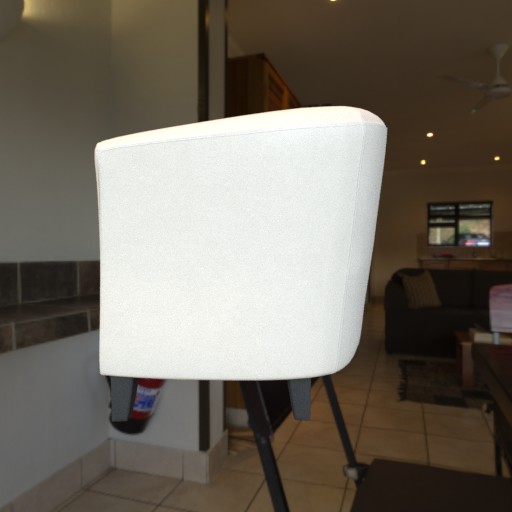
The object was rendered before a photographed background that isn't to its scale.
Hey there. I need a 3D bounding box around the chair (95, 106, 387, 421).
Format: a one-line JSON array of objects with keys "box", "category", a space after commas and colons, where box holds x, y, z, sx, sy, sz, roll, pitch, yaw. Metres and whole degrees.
[{"box": [0.000, 0.000, 1.342, 0.727, 0.756, 0.792, 0, 0, 0], "category": "chair"}]
